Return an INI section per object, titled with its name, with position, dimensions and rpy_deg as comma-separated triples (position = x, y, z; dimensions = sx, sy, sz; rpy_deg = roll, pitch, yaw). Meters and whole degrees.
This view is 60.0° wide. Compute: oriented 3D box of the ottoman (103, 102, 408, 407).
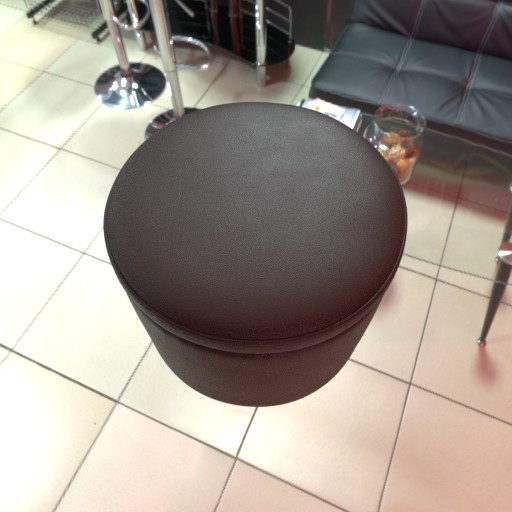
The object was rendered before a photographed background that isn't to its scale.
[ottoman]
position = 0.000, 0.000, 0.873
dimensions = 0.500, 0.409, 0.500
rpy_deg = 0, 58, 0
